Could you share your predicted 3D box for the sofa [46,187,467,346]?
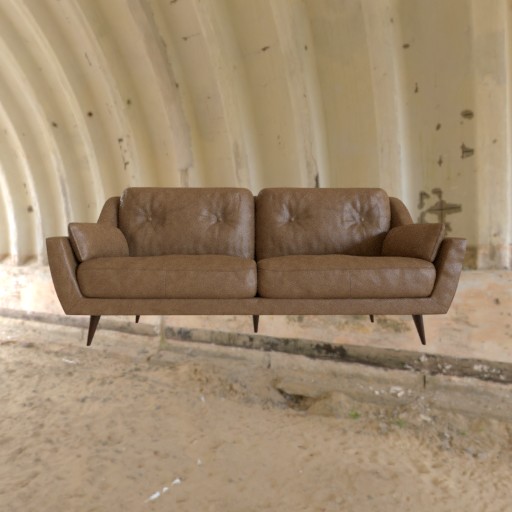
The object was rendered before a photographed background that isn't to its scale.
[{"bbox_3d":[0.000,0.000,2.413,1.902,0.839,0.904,0,0,-1],"label":"sofa"}]
